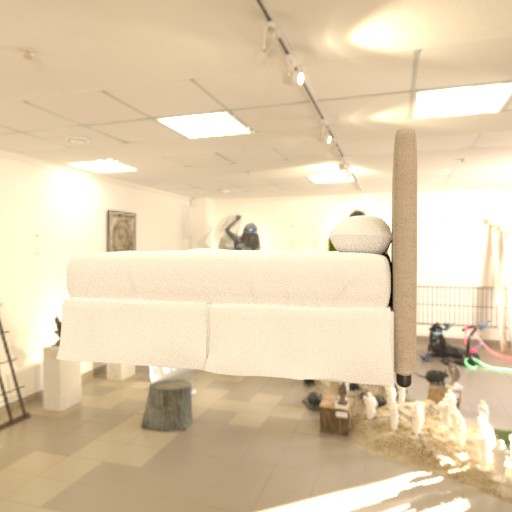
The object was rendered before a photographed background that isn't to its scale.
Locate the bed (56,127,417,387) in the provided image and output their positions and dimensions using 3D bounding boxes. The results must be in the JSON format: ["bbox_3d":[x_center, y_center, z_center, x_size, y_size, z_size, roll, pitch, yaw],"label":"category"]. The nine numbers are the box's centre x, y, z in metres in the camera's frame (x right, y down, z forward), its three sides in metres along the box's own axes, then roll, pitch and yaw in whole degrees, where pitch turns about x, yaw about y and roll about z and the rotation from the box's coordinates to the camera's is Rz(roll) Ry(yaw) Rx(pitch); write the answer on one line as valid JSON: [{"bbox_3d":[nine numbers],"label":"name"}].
[{"bbox_3d":[0.000,0.000,3.260,2.162,1.330,1.713,0,1,17],"label":"bed"}]
